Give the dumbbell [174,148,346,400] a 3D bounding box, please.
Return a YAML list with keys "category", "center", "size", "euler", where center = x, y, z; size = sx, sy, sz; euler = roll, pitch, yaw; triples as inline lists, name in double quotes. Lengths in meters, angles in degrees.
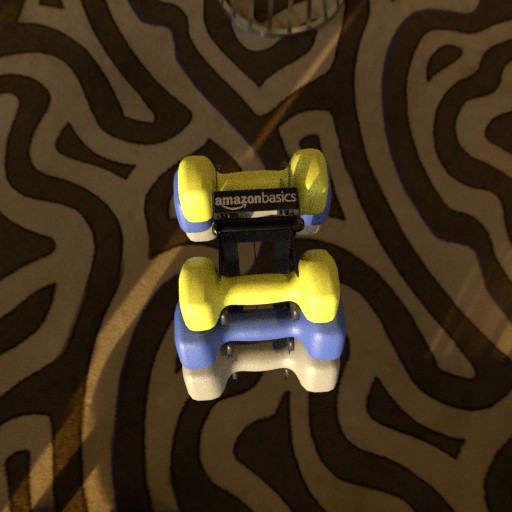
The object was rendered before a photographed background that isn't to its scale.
- category: "dumbbell"
  center: [0.000, 0.000, 0.670]
  size: [0.261, 0.426, 0.416]
  euler: [-3, 75, -1]
